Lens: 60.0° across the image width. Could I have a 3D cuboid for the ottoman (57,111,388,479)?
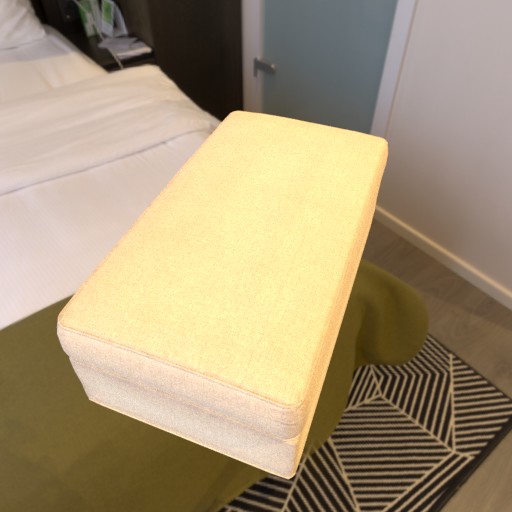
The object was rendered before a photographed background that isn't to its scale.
[{"bbox_3d":[0.000,0.000,1.414,0.617,0.448,1.097,15,48,14],"label":"ottoman"}]
